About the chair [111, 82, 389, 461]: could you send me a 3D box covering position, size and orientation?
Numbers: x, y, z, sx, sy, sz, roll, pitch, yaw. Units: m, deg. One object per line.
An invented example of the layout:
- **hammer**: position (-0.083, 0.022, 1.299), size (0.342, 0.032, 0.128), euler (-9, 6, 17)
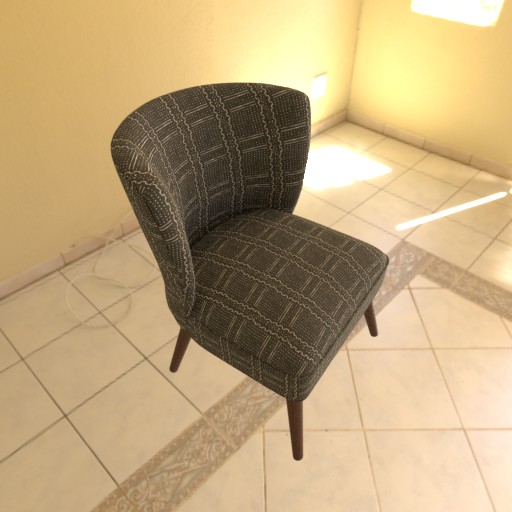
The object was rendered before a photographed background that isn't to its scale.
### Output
- **chair**: position (0.000, 0.000, 1.421), size (0.758, 0.866, 0.710), euler (25, 47, 25)
